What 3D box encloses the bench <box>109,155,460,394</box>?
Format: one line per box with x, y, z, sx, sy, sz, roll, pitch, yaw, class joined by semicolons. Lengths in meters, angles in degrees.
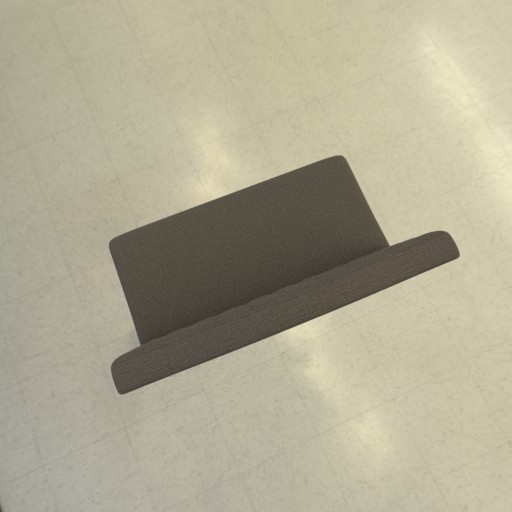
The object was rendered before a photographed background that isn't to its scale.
0.000;0.000;2.085;1.335;1.180;0.815;-21;76;-6;bench
